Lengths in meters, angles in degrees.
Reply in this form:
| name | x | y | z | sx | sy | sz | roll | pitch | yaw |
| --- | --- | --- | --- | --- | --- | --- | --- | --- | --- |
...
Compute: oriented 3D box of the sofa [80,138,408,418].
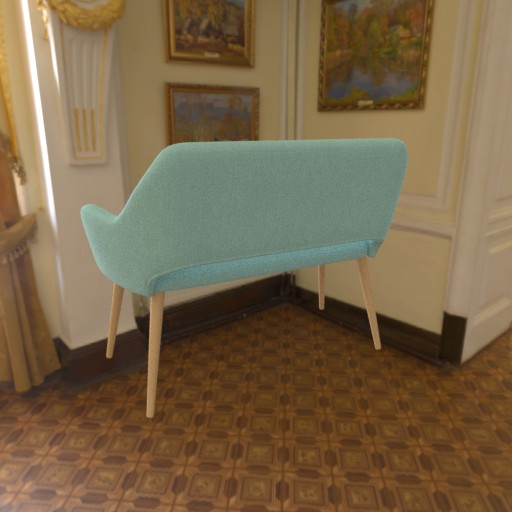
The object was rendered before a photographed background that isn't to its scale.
| name | x | y | z | sx | sy | sz | roll | pitch | yaw |
| --- | --- | --- | --- | --- | --- | --- | --- | --- | --- |
| sofa | 0.000 | 0.000 | 1.622 | 1.150 | 0.840 | 0.610 | -9 | 19 | -26 |
